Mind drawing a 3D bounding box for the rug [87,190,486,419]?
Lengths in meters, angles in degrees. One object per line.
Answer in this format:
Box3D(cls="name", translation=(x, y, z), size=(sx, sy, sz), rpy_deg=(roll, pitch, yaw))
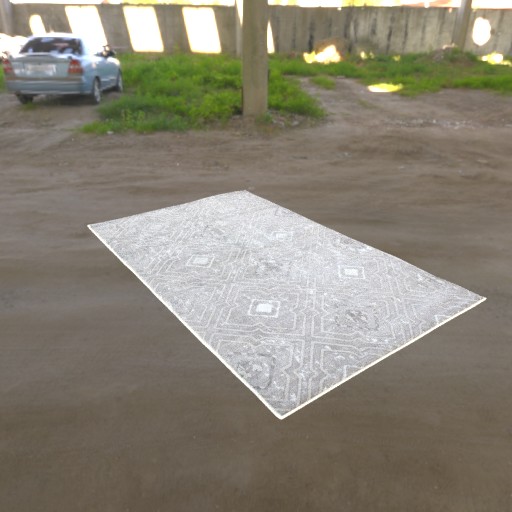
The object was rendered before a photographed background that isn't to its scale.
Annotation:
Box3D(cls="rug", translation=(0.000, 0.000, 3.042), size=(1.537, 0.036, 2.447), rpy_deg=(-18, 32, -32))
